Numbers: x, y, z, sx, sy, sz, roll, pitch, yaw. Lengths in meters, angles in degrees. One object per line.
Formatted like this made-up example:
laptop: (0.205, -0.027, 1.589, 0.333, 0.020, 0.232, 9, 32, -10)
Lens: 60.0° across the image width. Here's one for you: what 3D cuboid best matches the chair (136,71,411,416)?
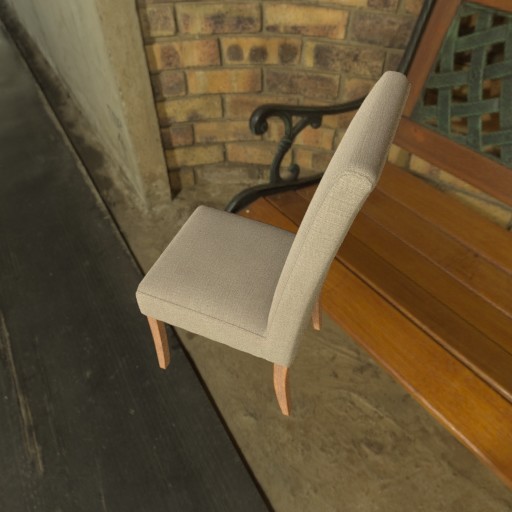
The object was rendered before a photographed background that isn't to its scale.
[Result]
chair: (0.000, 0.000, 1.323, 0.611, 1.033, 0.450, 16, 48, 15)
